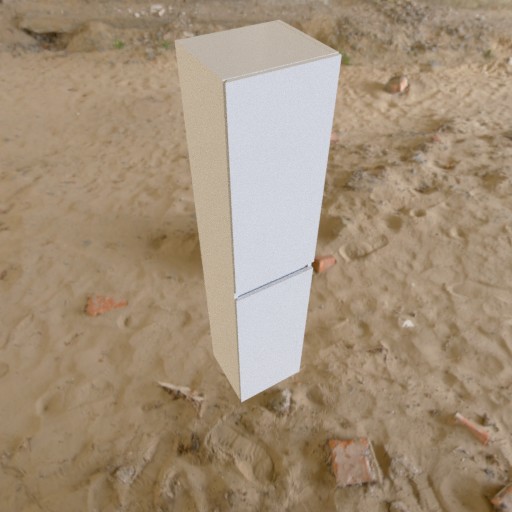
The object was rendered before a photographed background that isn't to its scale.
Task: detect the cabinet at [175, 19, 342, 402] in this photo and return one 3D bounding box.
[{"bbox_3d":[0.000,0.000,1.542,0.300,1.400,0.270,-22,49,-21],"label":"cabinet"}]
